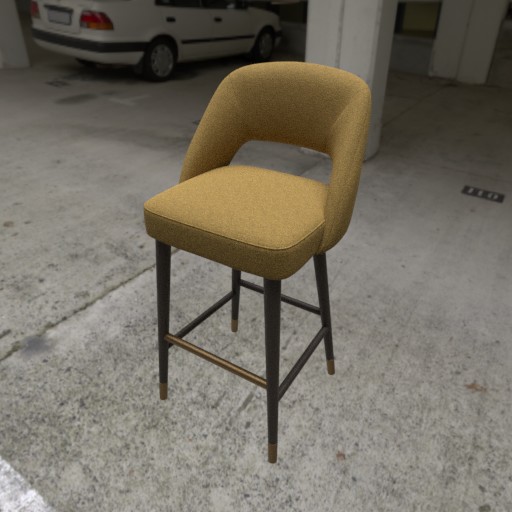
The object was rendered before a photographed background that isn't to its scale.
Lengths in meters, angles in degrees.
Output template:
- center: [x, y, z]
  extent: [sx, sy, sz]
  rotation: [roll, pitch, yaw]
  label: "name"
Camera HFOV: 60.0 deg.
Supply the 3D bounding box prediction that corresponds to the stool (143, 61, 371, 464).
- center: [0.000, 0.000, 1.341]
  extent: [0.536, 1.032, 0.522]
  rotation: [18, 35, 28]
  label: "stool"
